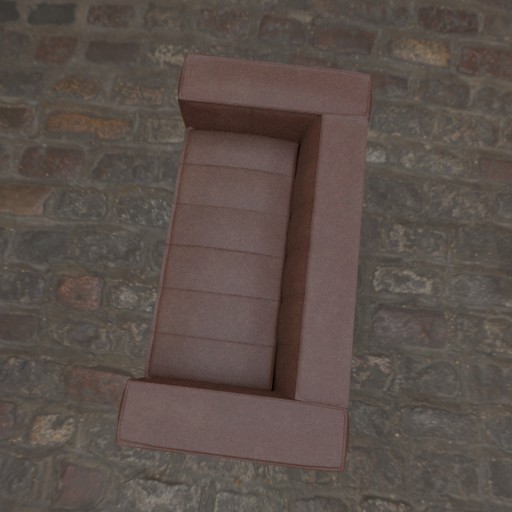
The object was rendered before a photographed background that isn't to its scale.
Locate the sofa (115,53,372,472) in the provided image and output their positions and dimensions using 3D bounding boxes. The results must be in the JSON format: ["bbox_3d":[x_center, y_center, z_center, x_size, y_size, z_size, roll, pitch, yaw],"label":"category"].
[{"bbox_3d":[0.000,0.000,2.537,1.102,0.703,2.088,7,77,2],"label":"sofa"}]
